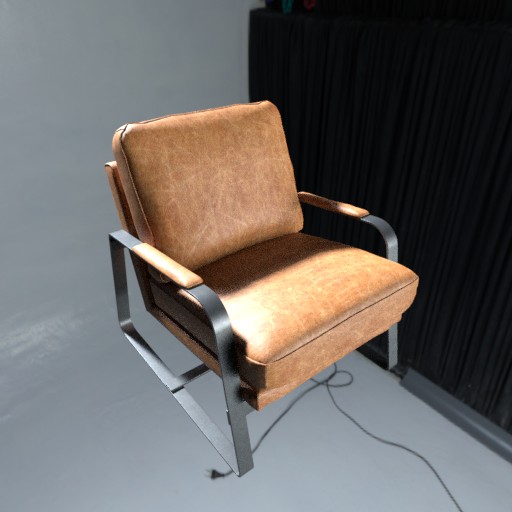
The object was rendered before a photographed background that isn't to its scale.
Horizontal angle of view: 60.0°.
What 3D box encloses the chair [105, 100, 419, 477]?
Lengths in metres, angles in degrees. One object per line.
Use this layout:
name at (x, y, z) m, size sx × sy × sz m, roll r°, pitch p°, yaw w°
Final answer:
chair at (0.000, 0.000, 1.343) m, size 0.651 × 0.777 × 0.801 m, roll -22°, pitch 37°, yaw -32°
